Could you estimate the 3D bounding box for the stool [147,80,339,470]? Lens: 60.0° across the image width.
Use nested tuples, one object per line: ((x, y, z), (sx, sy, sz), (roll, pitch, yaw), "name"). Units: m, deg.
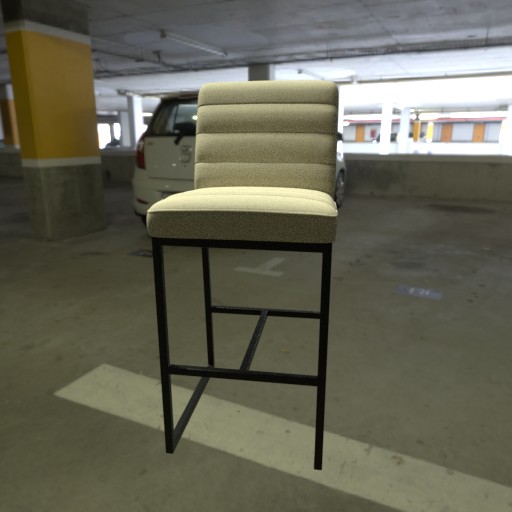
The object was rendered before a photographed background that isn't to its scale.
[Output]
((0.000, 0.000, 1.331), (0.460, 1.040, 0.560), (2, 15, 9), "stool")
